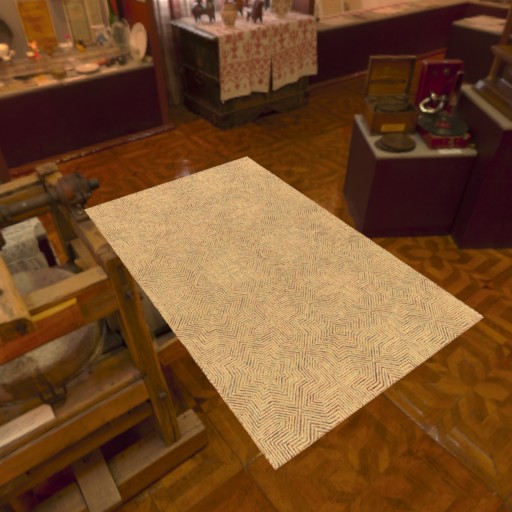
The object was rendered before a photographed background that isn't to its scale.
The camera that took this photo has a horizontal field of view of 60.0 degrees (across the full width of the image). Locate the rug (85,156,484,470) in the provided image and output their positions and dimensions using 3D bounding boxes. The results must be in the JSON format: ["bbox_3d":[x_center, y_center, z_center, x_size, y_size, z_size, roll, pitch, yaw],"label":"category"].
[{"bbox_3d":[0.000,0.000,2.986,1.519,0.007,2.428,-24,46,-26],"label":"rug"}]
